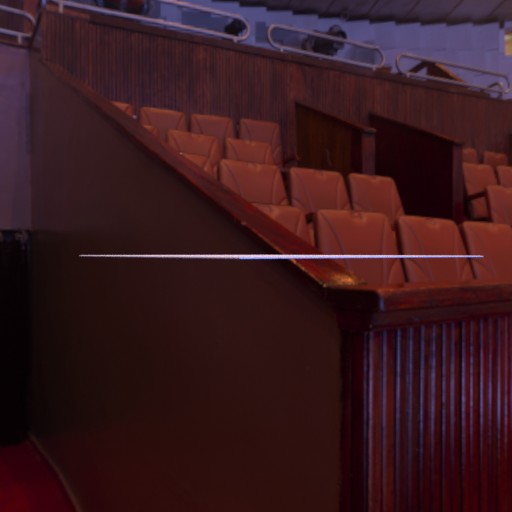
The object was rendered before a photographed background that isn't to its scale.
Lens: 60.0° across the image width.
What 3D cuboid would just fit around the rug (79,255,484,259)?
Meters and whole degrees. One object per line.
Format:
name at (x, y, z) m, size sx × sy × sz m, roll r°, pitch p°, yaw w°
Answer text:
rug at (0.000, 0.000, 4.073) m, size 2.363 × 0.012 × 2.980 m, roll 0°, pitch 0°, yaw -36°
